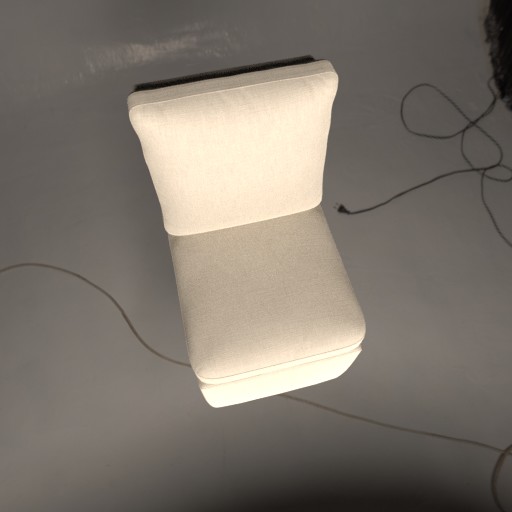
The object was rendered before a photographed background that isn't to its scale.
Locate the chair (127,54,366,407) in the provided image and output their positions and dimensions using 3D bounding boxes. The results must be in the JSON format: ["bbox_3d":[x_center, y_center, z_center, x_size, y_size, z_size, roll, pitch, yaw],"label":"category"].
[{"bbox_3d":[0.000,0.000,1.321,0.503,0.927,0.698,-12,64,-6],"label":"chair"}]
